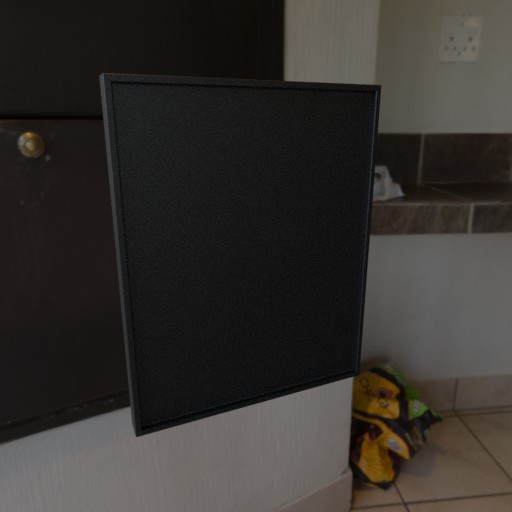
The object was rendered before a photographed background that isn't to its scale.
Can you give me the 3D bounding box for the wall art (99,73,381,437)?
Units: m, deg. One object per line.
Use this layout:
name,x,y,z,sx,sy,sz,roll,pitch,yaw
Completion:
wall art,0.000,0.000,0.753,0.449,0.555,0.039,-8,18,-24
